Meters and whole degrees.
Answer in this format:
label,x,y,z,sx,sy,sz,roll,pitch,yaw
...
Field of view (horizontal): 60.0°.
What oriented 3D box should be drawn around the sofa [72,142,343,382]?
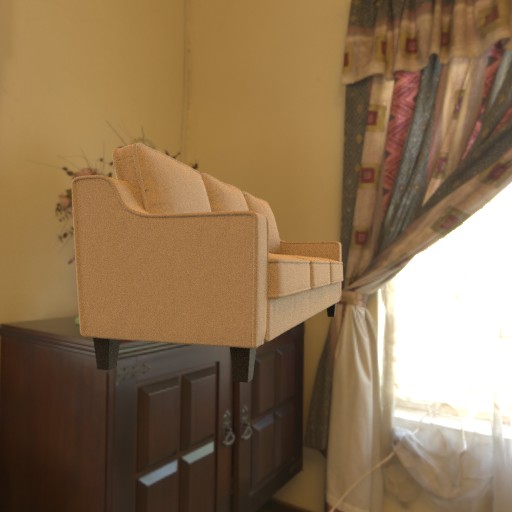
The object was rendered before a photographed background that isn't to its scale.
label,x,y,z,sx,sy,sz,roll,pitch,yaw
sofa,0.000,0.000,2.576,0.791,0.902,2.131,0,-1,18
